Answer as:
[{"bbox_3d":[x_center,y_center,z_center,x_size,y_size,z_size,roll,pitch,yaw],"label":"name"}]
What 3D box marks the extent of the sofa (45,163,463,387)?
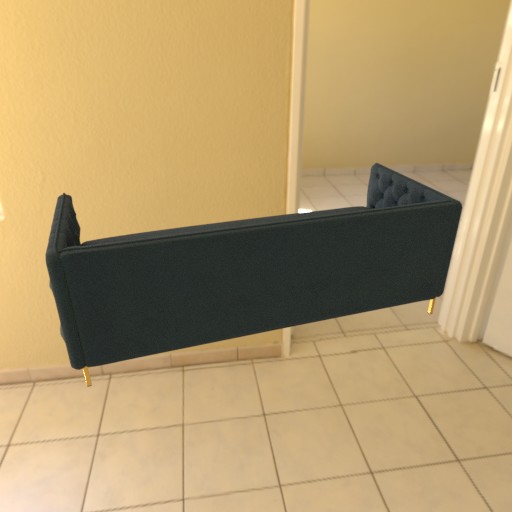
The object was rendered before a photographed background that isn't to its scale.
[{"bbox_3d":[0.000,0.000,2.702,2.209,0.771,0.895,-8,28,-16],"label":"sofa"}]
